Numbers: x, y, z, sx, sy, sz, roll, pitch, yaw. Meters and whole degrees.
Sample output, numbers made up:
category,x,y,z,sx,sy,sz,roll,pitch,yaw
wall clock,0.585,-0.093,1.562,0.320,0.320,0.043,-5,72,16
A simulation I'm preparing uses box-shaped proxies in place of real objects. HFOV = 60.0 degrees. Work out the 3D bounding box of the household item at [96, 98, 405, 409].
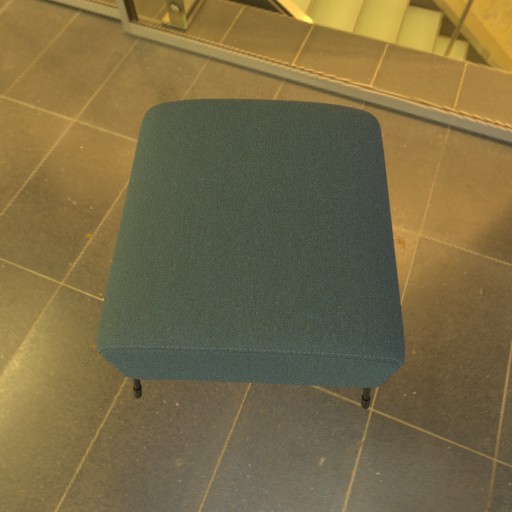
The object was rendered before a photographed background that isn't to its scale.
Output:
category,x,y,z,sx,sy,sz,roll,pitch,yaw
household item,0.000,0.000,0.925,0.530,0.420,0.530,2,63,1
